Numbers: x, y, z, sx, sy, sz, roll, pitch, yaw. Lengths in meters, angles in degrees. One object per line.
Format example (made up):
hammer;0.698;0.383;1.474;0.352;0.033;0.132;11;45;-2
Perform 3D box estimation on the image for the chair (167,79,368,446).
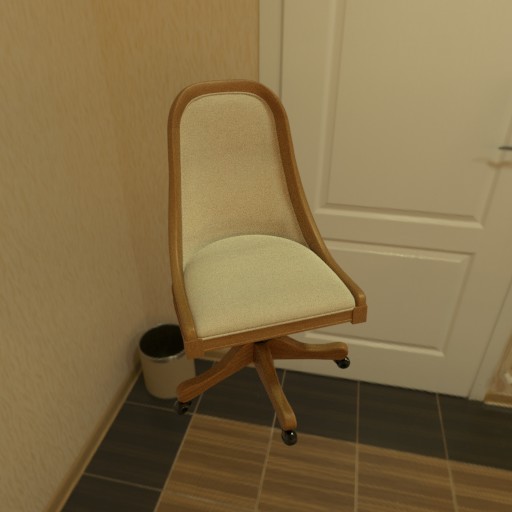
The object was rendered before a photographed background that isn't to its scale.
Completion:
chair;0.000;0.000;1.520;0.702;1.009;0.811;-9;33;-14
